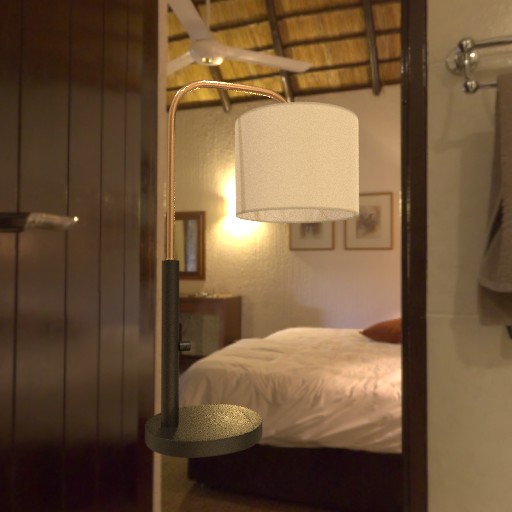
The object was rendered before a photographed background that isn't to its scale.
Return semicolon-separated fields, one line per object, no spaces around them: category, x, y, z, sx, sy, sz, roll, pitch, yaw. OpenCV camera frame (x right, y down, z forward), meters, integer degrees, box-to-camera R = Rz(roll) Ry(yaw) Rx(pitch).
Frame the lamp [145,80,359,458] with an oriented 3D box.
lamp;0.000;0.000;0.699;0.337;0.540;0.199;0;-2;-19
